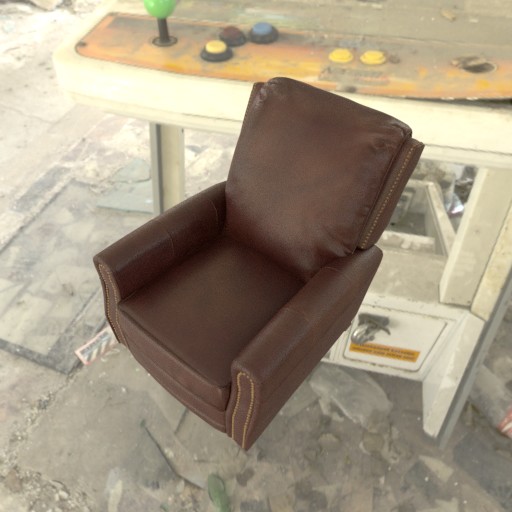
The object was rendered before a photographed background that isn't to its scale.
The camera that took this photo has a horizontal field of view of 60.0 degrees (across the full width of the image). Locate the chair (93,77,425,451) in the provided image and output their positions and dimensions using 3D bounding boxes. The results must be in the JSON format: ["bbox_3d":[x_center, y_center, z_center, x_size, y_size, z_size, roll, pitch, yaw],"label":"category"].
[{"bbox_3d":[0.000,0.000,1.789,0.826,1.022,1.089,32,55,26],"label":"chair"}]
